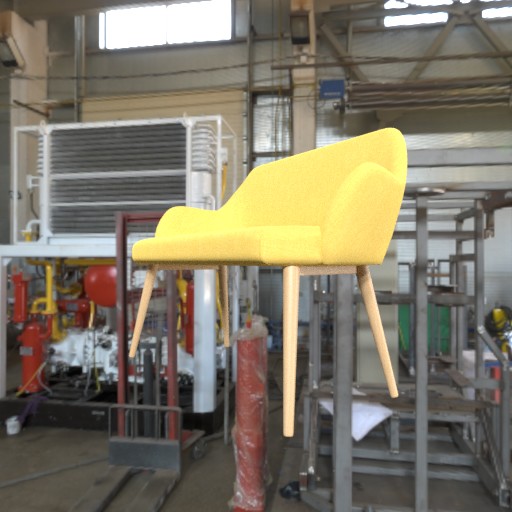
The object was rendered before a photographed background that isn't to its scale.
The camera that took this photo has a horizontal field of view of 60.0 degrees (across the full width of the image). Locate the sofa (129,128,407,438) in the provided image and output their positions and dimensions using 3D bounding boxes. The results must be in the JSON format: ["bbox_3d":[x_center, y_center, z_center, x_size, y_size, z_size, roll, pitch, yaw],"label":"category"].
[{"bbox_3d":[0.000,0.000,1.586,0.610,0.840,1.150,0,-1,-35],"label":"sofa"}]
